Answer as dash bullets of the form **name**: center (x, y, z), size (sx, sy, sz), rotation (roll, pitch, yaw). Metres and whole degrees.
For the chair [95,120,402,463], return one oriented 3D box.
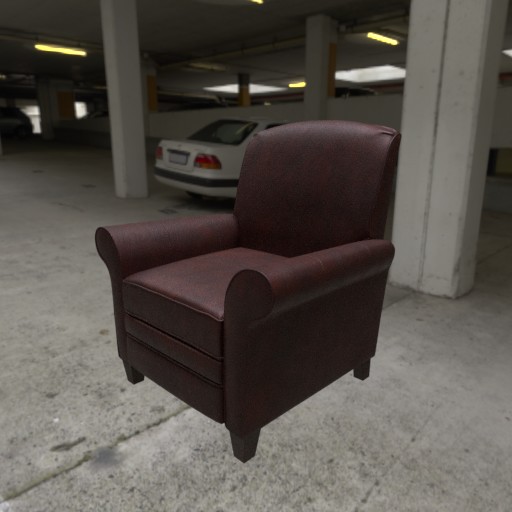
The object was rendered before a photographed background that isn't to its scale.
- **chair**: center (0.000, 0.000, 1.774), size (0.978, 1.061, 0.902), rotation (14, 20, 43)
